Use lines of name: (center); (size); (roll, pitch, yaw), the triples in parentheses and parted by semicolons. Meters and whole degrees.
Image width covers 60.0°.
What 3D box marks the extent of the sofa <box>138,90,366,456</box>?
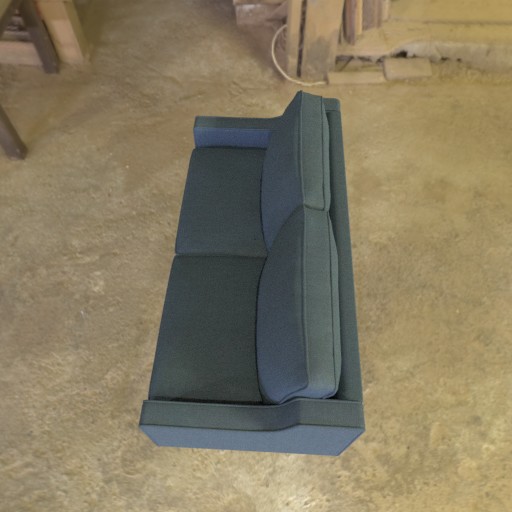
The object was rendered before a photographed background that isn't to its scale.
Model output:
sofa: (0.000, 0.000, 2.795); (1.066, 1.071, 2.178); (2, 58, 2)
